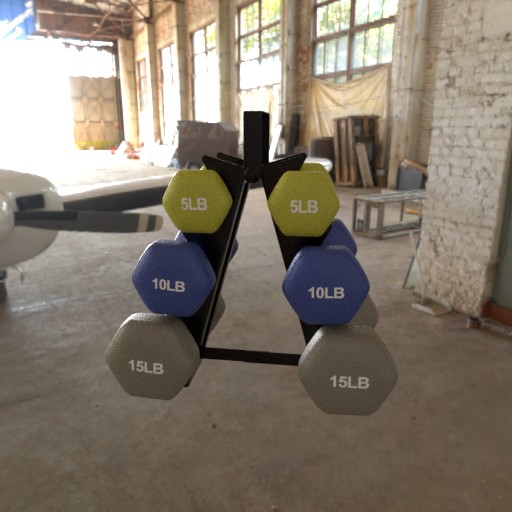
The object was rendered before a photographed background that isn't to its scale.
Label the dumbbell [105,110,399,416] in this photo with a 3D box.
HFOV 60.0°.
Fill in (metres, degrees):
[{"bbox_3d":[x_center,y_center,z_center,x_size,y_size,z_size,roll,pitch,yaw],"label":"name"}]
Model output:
[{"bbox_3d":[0.000,0.000,0.689,0.416,0.426,0.261,2,16,8],"label":"dumbbell"}]
